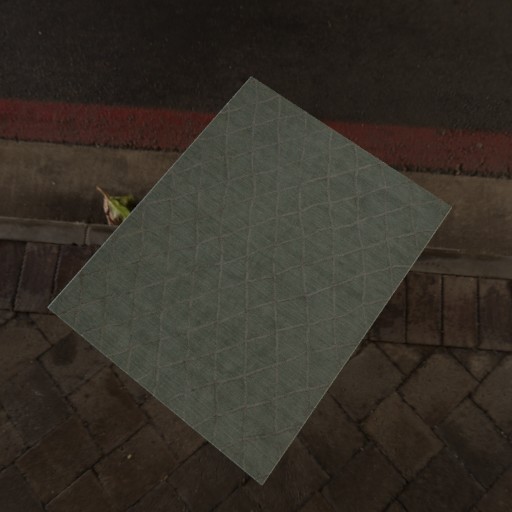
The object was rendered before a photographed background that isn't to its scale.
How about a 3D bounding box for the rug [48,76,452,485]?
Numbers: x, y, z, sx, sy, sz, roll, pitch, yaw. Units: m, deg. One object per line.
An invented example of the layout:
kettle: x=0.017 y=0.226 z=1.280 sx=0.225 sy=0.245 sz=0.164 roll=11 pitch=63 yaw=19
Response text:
rug: x=0.000 y=0.000 z=4.127 sx=2.420 sy=0.019 sz=3.039 roll=36 pitch=78 yaw=9
